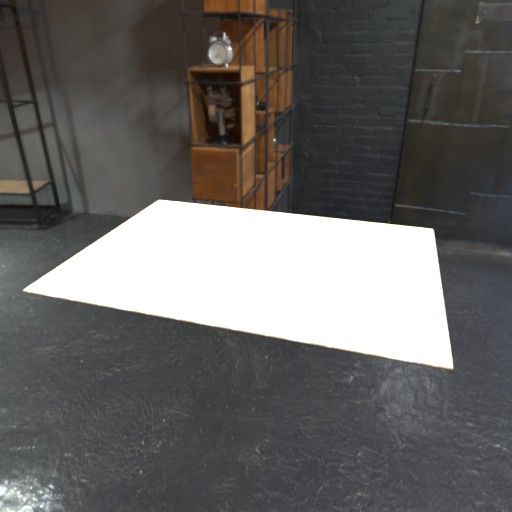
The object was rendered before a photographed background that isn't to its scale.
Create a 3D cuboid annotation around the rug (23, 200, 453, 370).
[{"bbox_3d":[0.000,0.000,2.724,2.134,0.010,1.524,8,27,15],"label":"rug"}]
